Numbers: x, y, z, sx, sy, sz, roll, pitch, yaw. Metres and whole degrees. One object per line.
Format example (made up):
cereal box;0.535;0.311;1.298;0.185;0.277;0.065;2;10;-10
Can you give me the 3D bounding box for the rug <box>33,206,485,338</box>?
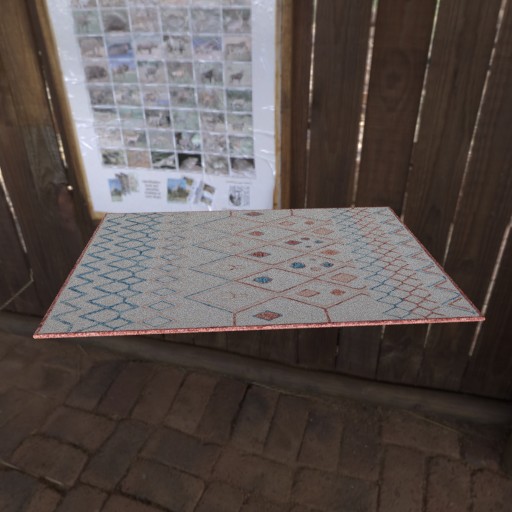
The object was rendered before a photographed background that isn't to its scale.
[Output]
rug;0.000;0.000;2.319;1.829;0.016;1.219;-2;29;-3
